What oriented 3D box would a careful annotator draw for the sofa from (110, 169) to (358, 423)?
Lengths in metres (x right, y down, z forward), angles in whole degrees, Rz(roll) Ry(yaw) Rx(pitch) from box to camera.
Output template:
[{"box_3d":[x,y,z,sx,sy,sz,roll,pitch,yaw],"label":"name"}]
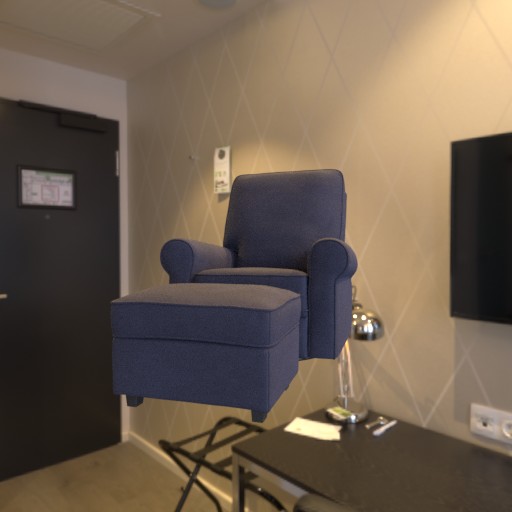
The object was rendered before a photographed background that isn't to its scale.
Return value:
[{"box_3d":[0.000,0.000,2.039,0.880,0.959,1.478,1,2,17],"label":"sofa"}]
